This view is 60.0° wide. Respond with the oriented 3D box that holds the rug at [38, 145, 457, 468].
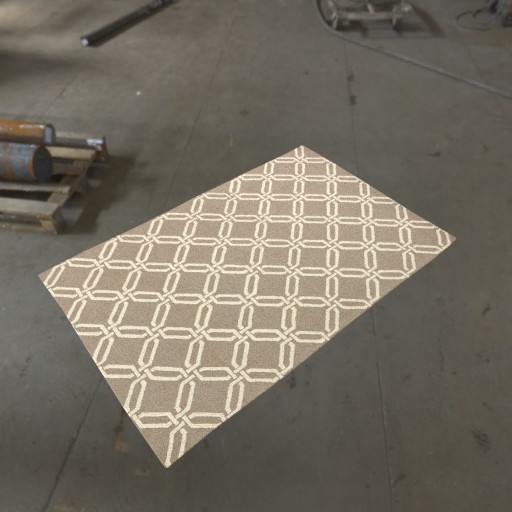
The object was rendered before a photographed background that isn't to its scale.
[{"bbox_3d":[0.000,0.000,2.177,1.748,0.010,1.142,-31,54,-26],"label":"rug"}]
